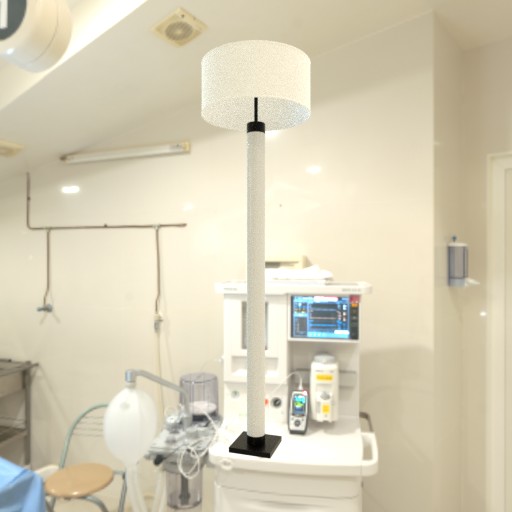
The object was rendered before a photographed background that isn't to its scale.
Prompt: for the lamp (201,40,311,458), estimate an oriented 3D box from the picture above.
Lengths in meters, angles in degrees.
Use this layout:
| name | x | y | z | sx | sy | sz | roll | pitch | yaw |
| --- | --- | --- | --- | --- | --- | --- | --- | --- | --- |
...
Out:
| name | x | y | z | sx | sy | sz | roll | pitch | yaw |
| --- | --- | --- | --- | --- | --- | --- | --- | --- | --- |
| lamp | 0.000 | 0.000 | 1.705 | 0.420 | 1.475 | 0.420 | 0 | 0 | 18 |
